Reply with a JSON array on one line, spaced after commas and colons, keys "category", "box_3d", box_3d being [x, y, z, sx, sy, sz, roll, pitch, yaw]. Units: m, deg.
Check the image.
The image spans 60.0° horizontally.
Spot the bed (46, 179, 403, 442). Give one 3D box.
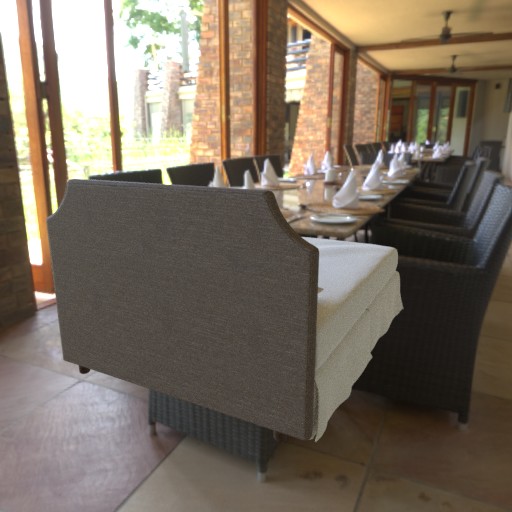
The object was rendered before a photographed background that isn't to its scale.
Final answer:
[{"category": "bed", "box_3d": [0.000, 0.000, 4.201, 2.350, 1.590, 2.773, 8, 17, 27]}]
